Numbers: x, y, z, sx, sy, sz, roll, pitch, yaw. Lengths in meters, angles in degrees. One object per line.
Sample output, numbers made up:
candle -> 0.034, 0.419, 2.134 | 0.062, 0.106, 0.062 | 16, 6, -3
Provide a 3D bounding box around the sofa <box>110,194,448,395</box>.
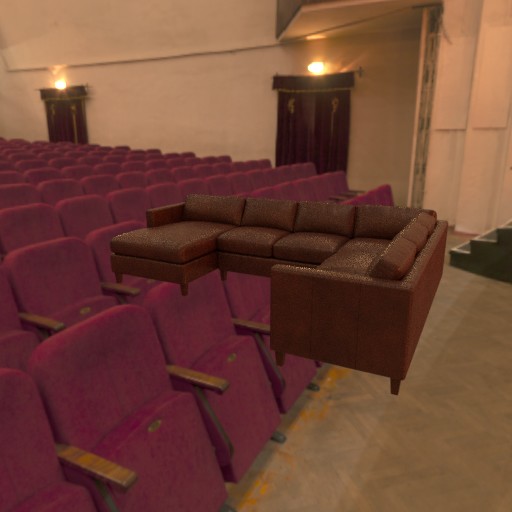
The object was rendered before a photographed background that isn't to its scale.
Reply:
sofa -> 0.000, 0.000, 4.445 | 3.324, 0.891, 2.452 | 8, 17, 26
